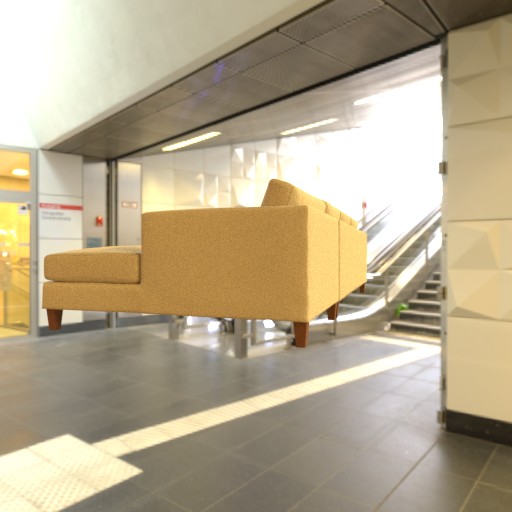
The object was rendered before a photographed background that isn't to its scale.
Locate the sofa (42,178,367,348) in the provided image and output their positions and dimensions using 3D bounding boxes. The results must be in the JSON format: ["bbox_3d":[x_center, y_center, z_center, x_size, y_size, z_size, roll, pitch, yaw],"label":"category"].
[{"bbox_3d":[0.000,0.000,3.861,1.625,0.861,3.186,0,0,19],"label":"sofa"}]
